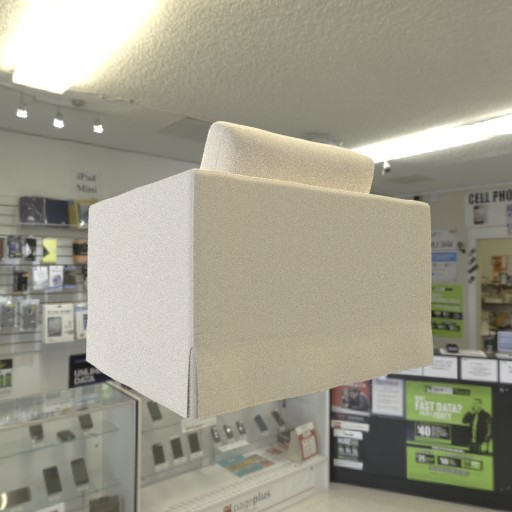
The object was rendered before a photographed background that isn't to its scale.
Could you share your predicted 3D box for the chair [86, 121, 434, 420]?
[{"bbox_3d":[0.000,0.000,1.856,1.150,0.878,0.957,1,-2,-37],"label":"chair"}]
